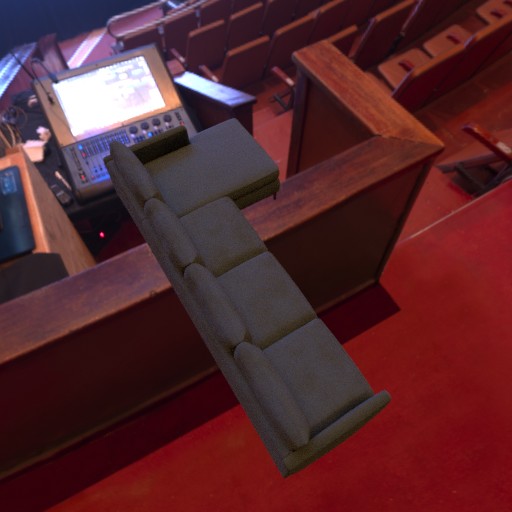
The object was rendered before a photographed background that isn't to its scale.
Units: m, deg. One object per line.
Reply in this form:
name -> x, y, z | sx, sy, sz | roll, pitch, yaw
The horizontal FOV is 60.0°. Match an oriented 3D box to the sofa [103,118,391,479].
sofa -> 0.000, 0.000, 3.283 | 1.255, 0.756, 2.725 | -28, 63, -16
